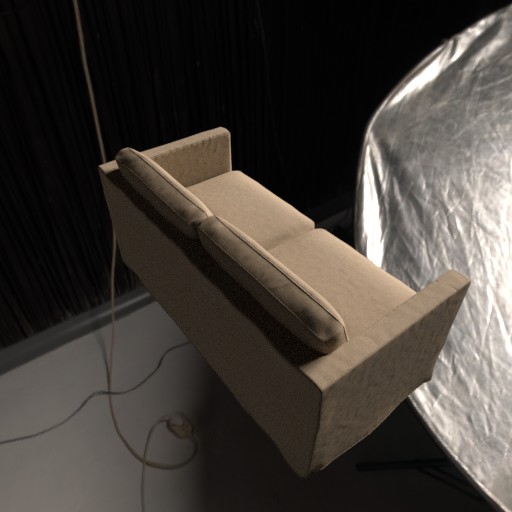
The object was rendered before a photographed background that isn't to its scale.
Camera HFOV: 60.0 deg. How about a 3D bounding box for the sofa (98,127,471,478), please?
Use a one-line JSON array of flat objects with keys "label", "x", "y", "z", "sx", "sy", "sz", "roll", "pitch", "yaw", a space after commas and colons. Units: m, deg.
[{"label": "sofa", "x": 0.000, "y": 0.000, "z": 2.496, "sx": 0.956, "sy": 0.847, "sz": 1.987, "roll": -27, "pitch": 47, "yaw": -27}]
